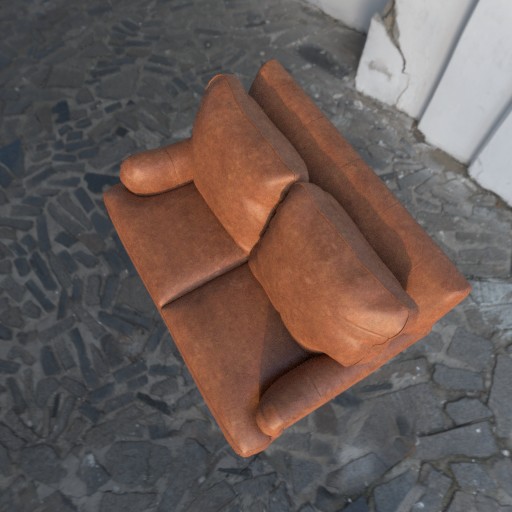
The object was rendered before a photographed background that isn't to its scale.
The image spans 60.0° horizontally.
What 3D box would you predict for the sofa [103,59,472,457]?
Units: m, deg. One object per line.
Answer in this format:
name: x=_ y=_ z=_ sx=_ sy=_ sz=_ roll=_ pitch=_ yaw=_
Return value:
sofa: x=0.000 y=0.000 z=2.173 sx=1.077 sy=1.004 sz=1.527 roll=-28 pitch=68 yaw=-13
